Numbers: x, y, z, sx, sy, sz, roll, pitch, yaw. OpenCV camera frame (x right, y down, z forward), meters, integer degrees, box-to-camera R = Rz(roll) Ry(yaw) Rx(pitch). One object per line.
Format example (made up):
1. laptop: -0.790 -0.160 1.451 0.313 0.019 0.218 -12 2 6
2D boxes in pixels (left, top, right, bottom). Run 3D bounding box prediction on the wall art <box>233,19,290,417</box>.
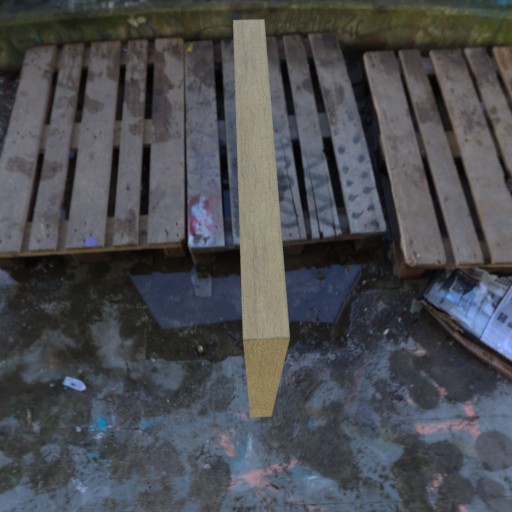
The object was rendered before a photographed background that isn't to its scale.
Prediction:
1. wall art: 0.000 0.000 0.520 0.030 0.380 0.312 -2 63 -1
